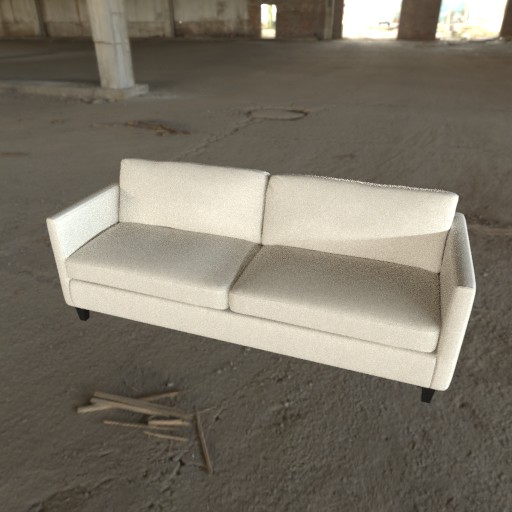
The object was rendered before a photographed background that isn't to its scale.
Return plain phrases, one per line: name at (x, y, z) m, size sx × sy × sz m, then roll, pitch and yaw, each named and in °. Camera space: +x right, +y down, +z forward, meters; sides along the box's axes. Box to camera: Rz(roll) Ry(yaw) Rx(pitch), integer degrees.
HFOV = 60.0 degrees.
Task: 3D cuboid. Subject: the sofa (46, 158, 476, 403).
sofa at (0.000, 0.000, 2.838) m, size 2.434 × 0.965 × 0.948 m, roll 9°, pitch 30°, yaw 17°
